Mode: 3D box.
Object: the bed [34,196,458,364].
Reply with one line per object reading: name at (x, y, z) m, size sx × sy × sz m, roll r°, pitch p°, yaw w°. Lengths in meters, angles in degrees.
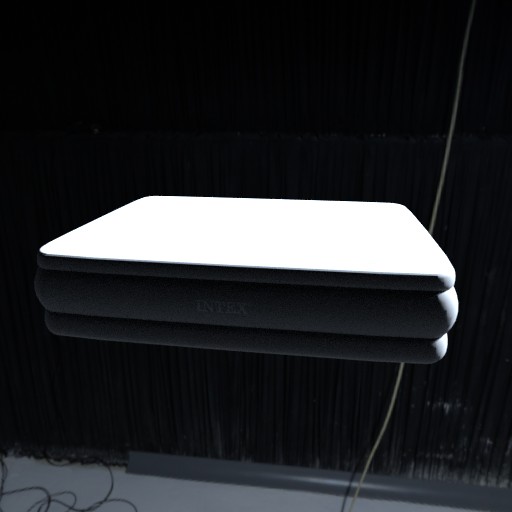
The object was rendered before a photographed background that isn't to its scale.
bed at (0.000, 0.000, 2.667) m, size 2.036 × 0.460 × 1.520 m, roll 3°, pitch 19°, yaw 8°
